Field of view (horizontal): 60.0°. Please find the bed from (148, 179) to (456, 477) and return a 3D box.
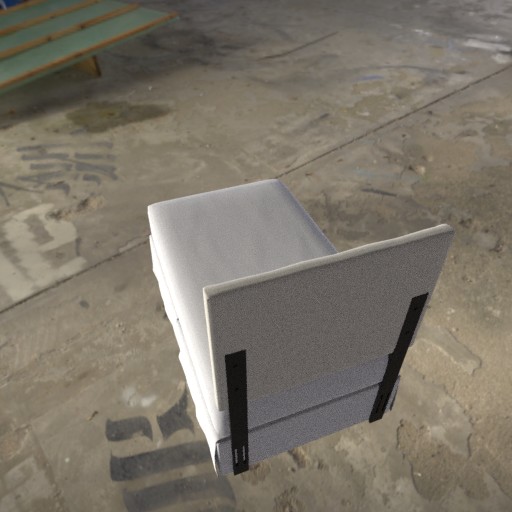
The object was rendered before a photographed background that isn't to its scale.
[{"bbox_3d":[0.000,0.000,2.974,1.261,1.571,1.997,-14,44,-15],"label":"bed"}]
